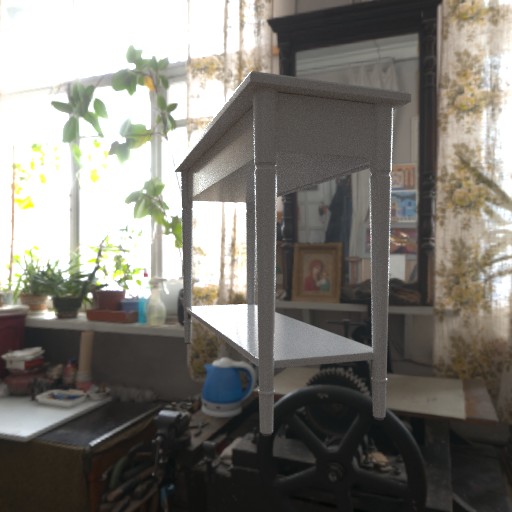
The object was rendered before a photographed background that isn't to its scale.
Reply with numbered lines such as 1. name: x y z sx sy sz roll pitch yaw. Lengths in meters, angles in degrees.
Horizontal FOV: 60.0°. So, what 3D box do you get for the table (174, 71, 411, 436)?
1. table: 0.000 0.000 1.448 0.381 0.749 1.067 0 1 -19
